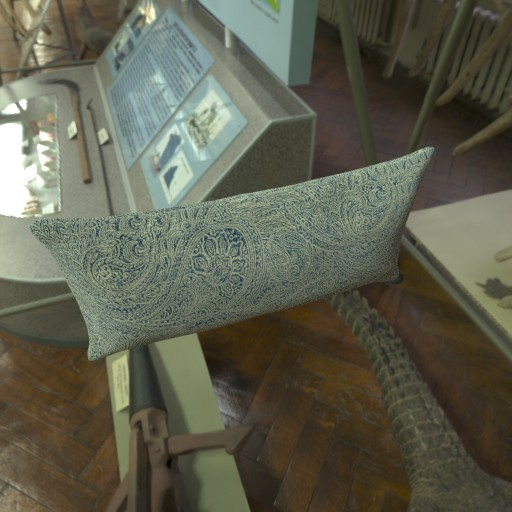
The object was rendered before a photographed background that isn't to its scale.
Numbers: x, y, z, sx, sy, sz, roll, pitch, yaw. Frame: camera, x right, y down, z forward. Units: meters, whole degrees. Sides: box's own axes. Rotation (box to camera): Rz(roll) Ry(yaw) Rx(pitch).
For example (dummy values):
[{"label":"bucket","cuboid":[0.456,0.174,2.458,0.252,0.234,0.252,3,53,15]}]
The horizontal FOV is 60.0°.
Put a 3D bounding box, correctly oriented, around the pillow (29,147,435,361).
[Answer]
[{"label":"pillow","cuboid":[0.000,0.000,0.739,0.615,0.295,0.151,-13,43,-15]}]
